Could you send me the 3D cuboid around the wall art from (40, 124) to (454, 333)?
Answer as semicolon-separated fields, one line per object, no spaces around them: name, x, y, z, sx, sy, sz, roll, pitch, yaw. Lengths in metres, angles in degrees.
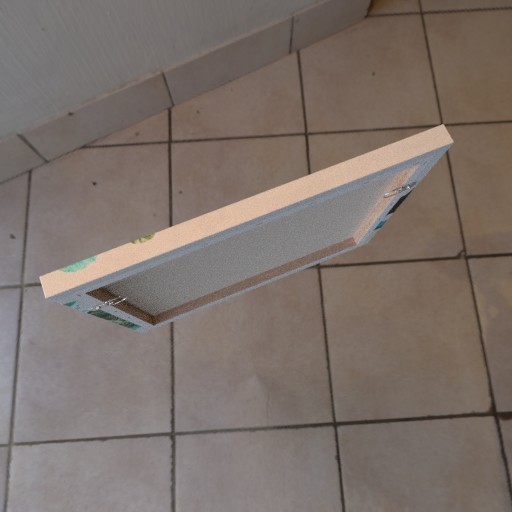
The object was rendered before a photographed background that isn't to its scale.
wall art;0.000;0.000;1.014;0.711;0.610;0.043;-21;76;-6
